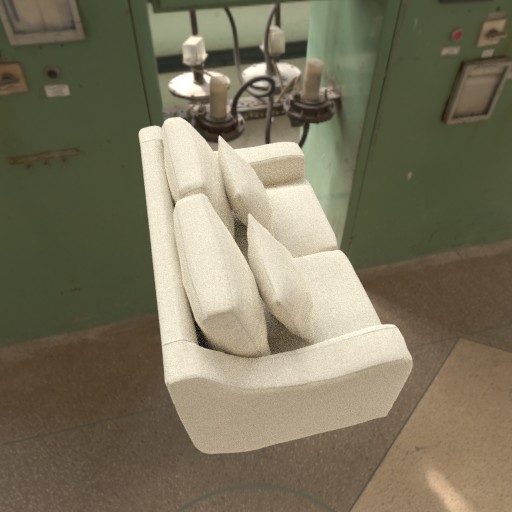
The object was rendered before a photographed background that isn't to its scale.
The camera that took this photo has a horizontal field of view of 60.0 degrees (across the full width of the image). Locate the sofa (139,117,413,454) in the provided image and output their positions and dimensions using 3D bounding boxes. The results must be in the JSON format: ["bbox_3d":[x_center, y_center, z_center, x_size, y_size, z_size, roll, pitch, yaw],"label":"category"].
[{"bbox_3d":[0.000,0.000,2.407,1.040,1.047,1.744,-10,48,-9],"label":"sofa"}]
